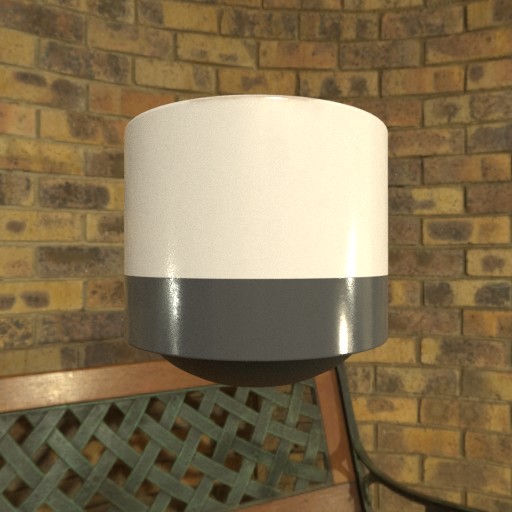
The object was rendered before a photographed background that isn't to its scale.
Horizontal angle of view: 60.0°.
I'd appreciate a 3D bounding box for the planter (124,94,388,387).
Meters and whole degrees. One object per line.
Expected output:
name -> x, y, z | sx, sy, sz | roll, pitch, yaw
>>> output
planter -> 0.000, 0.000, 0.338 | 0.193, 0.177, 0.193 | 0, 0, 0
